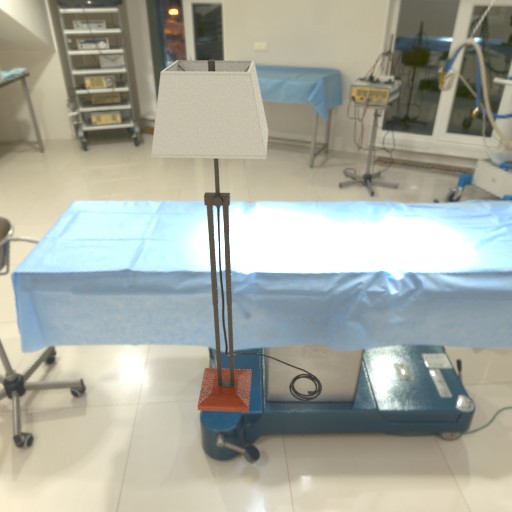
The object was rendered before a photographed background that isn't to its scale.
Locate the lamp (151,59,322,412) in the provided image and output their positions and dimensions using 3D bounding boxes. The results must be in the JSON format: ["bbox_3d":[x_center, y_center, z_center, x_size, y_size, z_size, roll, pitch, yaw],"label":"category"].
[{"bbox_3d":[0.000,0.000,2.081,0.745,1.712,0.472,2,31,3],"label":"lamp"}]
